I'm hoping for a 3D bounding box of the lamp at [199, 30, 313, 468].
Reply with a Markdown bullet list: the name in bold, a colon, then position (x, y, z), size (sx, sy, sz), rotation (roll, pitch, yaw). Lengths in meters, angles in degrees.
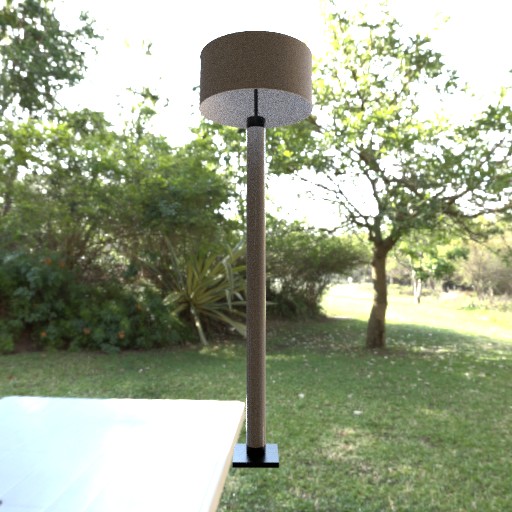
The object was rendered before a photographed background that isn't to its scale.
- **lamp**: position (0.000, 0.000, 1.629), size (0.420, 1.475, 0.420), rotation (0, -1, 1)
